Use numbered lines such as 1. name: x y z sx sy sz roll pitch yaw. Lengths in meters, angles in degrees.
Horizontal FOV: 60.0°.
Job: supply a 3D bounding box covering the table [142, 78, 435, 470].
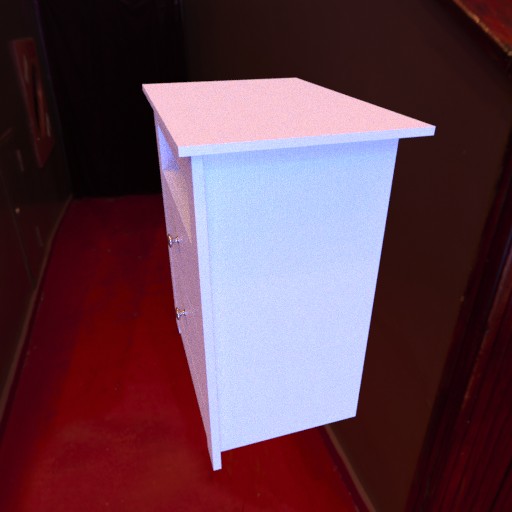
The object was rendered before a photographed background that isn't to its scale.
1. table: 0.000 0.000 1.061 0.406 0.711 0.589 -9 30 -15
